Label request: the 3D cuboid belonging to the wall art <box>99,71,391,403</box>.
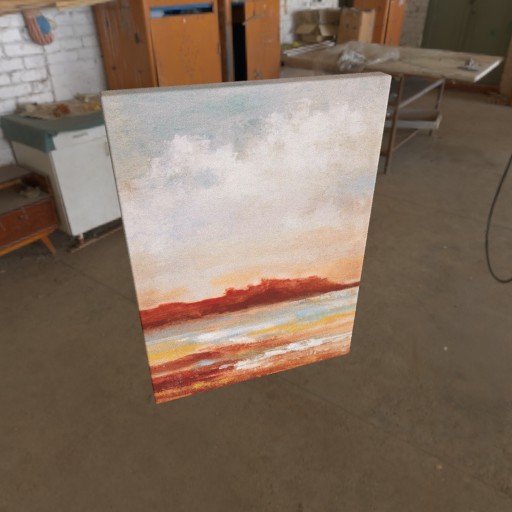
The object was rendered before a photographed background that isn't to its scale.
[{"bbox_3d":[0.000,0.000,0.814,0.443,0.605,0.035,-10,34,-16],"label":"wall art"}]
